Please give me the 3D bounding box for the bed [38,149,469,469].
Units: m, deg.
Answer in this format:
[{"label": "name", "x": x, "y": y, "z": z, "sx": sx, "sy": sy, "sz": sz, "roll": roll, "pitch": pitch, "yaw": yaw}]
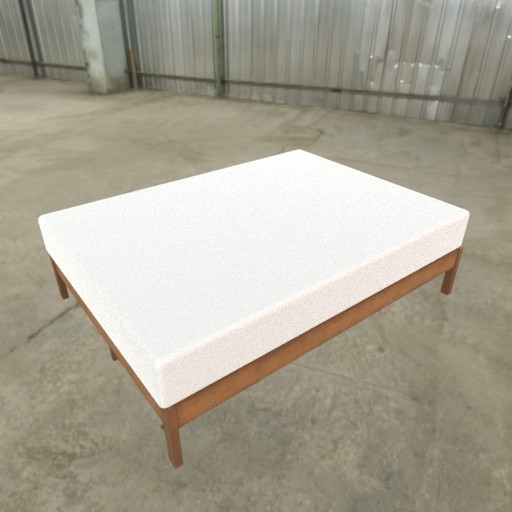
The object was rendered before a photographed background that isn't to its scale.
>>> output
[{"label": "bed", "x": 0.000, "y": 0.000, "z": 2.734, "sx": 2.050, "sy": 0.593, "sz": 1.529, "roll": -22, "pitch": 37, "yaw": -31}]
